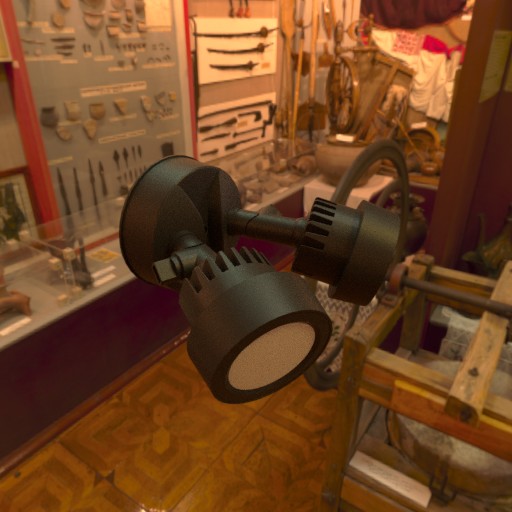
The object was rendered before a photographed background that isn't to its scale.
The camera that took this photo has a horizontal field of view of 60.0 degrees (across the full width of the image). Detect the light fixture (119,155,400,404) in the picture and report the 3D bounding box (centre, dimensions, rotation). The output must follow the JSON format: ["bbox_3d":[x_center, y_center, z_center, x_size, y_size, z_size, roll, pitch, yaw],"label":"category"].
[{"bbox_3d":[0.000,0.000,0.321,0.168,0.120,0.213,19,33,32],"label":"light fixture"}]
